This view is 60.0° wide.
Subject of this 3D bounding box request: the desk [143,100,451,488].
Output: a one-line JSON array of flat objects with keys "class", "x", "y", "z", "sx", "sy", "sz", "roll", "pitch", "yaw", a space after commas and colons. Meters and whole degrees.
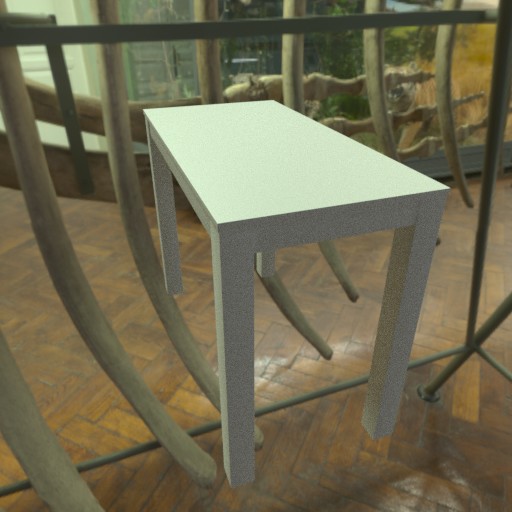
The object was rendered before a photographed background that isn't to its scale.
[{"class": "desk", "x": 0.000, "y": 0.000, "z": 1.433, "sx": 0.497, "sy": 0.762, "sz": 0.990, "roll": -10, "pitch": 31, "yaw": -17}]
